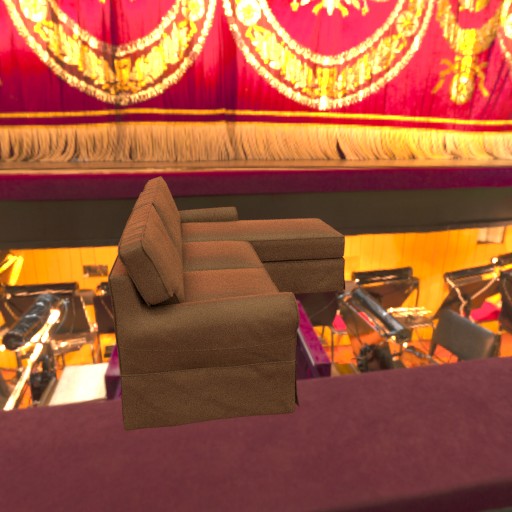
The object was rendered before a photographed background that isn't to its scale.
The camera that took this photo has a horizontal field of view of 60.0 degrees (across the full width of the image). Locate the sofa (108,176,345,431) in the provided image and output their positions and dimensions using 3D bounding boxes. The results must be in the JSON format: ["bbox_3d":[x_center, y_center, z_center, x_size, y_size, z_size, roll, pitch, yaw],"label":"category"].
[{"bbox_3d":[0.000,0.000,3.286,1.733,0.978,2.475,-3,17,-9],"label":"sofa"}]
